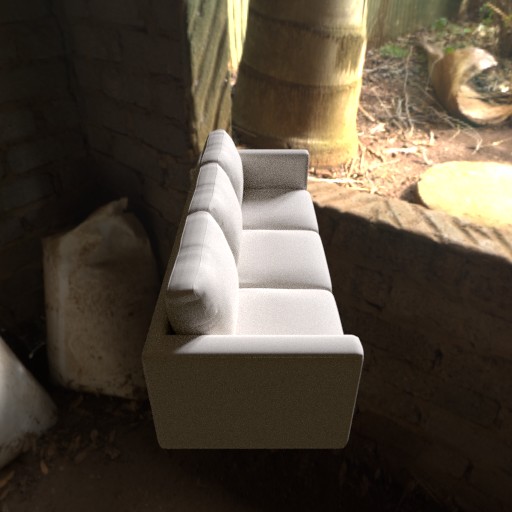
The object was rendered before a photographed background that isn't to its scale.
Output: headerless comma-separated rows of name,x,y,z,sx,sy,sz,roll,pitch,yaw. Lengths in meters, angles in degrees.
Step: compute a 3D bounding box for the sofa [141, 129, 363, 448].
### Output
sofa,0.000,0.000,2.497,0.802,0.912,2.029,0,34,0
